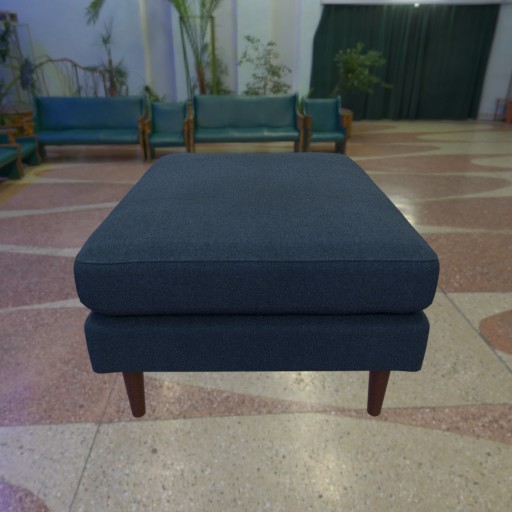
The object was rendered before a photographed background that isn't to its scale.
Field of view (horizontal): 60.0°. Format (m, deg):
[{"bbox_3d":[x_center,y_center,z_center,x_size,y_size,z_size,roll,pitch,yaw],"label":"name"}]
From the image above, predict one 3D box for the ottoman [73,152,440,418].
[{"bbox_3d":[0.000,0.000,1.243,0.693,0.474,0.821,0,25,0],"label":"ottoman"}]
